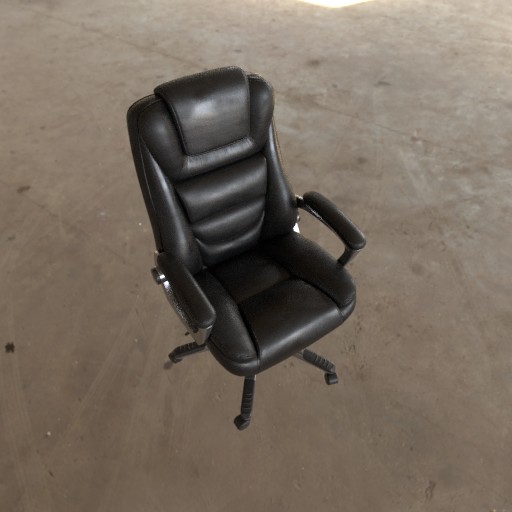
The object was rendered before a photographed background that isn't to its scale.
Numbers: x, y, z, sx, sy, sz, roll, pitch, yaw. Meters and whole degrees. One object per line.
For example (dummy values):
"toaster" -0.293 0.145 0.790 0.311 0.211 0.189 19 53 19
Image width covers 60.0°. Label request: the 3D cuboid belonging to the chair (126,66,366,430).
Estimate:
"chair" 0.000 0.000 1.536 0.697 1.075 0.689 -25 50 -23
